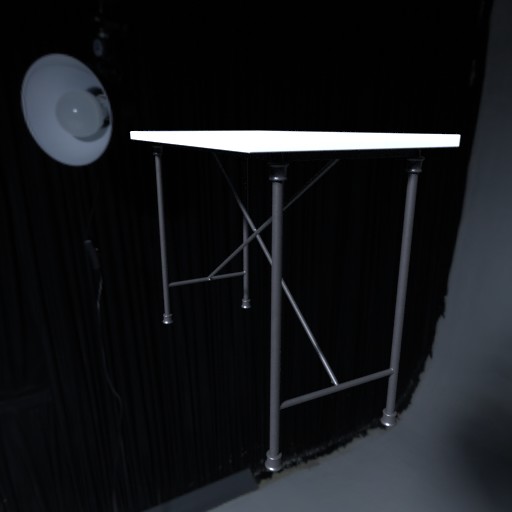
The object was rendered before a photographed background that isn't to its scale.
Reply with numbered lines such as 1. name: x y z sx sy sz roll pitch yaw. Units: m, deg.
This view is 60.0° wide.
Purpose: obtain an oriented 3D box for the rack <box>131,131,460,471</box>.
1. rack: 0.000 0.000 1.643 0.613 0.880 1.159 -8 18 -26
